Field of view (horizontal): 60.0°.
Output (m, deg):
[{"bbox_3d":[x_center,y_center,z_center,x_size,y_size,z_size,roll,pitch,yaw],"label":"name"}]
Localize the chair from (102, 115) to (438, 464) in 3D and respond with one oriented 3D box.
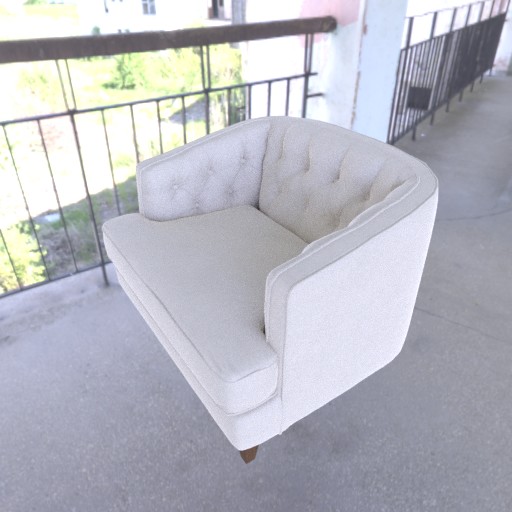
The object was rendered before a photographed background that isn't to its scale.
[{"bbox_3d":[0.000,0.000,1.760,0.941,0.852,1.104,-20,37,-28],"label":"chair"}]
